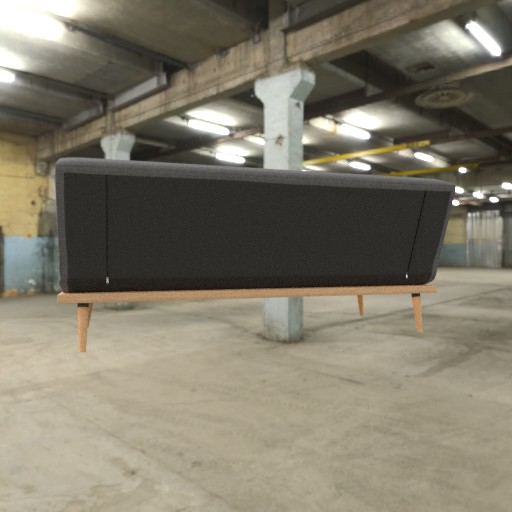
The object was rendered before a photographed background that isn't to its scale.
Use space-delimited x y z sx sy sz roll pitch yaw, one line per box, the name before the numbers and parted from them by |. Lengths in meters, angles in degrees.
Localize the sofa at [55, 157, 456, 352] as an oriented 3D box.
sofa | 0.000 0.000 2.263 1.820 0.770 0.820 0 0 -17
